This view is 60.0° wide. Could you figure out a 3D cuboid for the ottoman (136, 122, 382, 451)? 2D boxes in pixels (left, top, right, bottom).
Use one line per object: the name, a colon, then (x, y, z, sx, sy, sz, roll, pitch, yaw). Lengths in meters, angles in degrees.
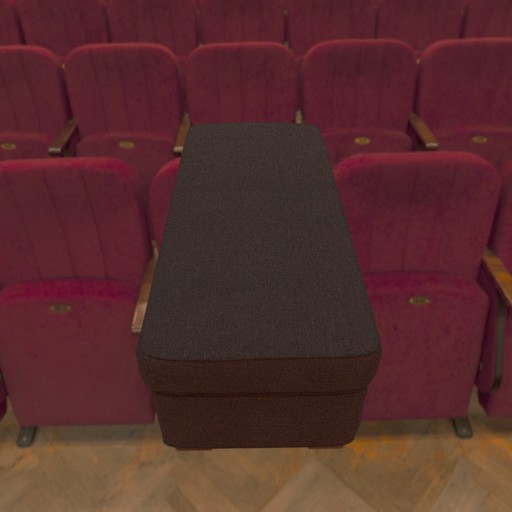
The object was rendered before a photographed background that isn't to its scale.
ottoman: (0.000, 0.000, 1.419, 0.515, 0.460, 1.110, -1, 41, -1)
